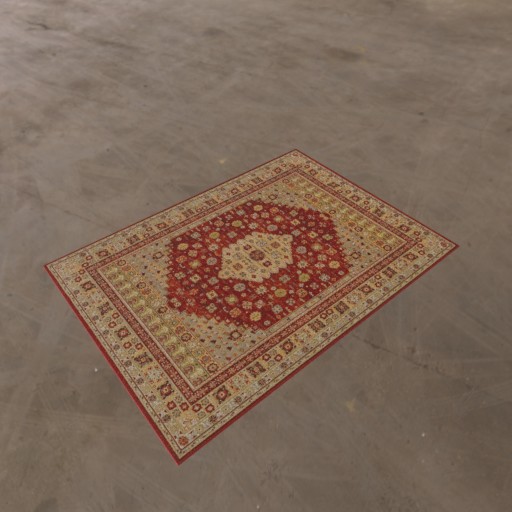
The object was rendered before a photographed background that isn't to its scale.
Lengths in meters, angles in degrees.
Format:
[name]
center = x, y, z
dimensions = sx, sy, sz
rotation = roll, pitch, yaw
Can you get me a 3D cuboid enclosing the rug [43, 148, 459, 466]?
[rug]
center = 0.000, 0.000, 2.893
dimensions = 2.211, 0.013, 1.593
rotation = -30, 52, -27
